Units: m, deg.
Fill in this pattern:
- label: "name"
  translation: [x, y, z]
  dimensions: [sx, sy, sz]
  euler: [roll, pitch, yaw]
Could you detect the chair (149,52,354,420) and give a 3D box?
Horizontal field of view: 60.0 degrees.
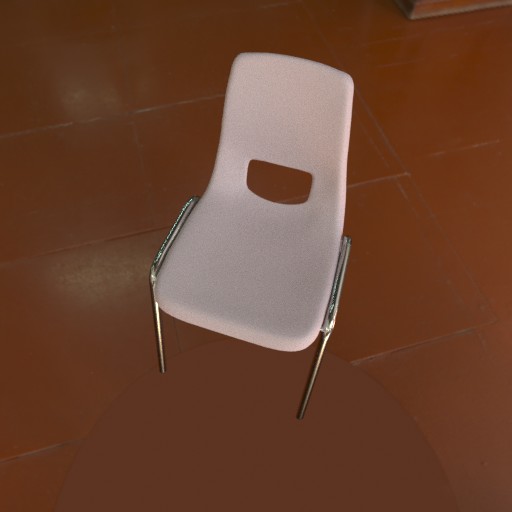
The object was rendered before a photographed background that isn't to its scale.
- label: "chair"
  translation: [0.000, 0.000, 0.930]
  dimensions: [0.381, 0.653, 0.436]
  euler: [16, 59, 10]
